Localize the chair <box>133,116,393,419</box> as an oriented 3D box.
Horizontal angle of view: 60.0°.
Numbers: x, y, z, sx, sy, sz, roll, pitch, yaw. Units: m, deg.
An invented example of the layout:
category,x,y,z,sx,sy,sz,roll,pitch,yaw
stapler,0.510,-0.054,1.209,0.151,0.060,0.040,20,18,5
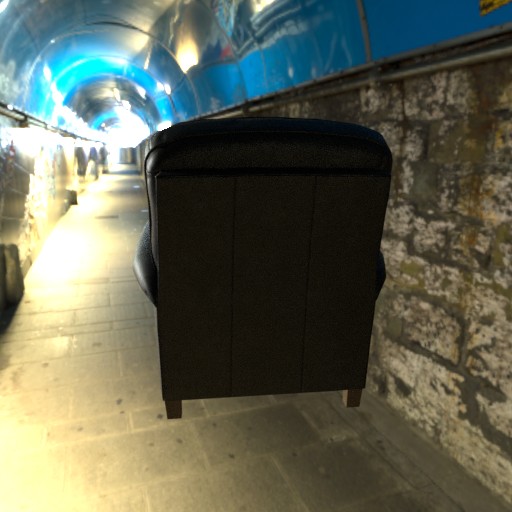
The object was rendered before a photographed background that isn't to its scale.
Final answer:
category,x,y,z,sx,sy,sz,roll,pitch,yaw
chair,0.000,0.000,1.775,0.936,1.018,0.986,-1,13,-6
